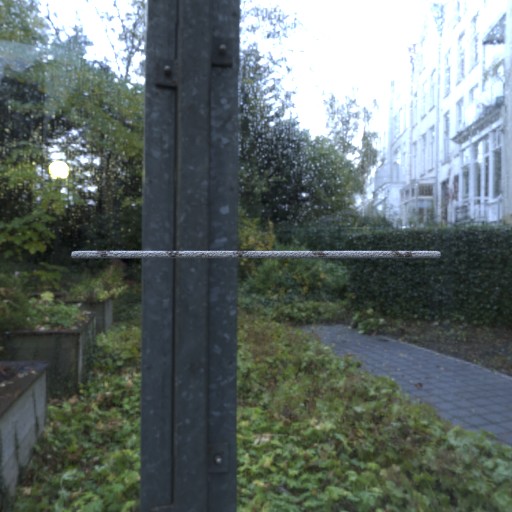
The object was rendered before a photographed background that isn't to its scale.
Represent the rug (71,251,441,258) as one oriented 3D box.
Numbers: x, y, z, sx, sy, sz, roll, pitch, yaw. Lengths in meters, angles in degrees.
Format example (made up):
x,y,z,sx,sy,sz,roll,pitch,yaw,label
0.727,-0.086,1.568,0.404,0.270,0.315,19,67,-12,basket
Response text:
x,y,z,sx,sy,sz,roll,pitch,yaw,label
0.000,0.000,3.030,1.524,0.030,2.438,0,0,0,rug
